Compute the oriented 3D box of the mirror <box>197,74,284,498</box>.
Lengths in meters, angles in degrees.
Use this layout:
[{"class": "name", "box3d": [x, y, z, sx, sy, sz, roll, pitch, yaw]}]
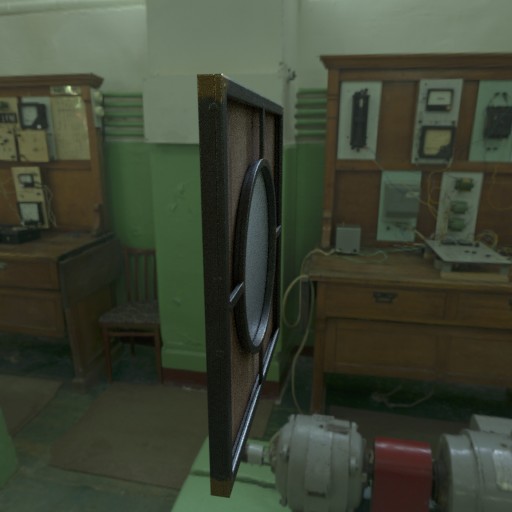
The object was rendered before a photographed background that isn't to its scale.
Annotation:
[{"class": "mirror", "box3d": [0.000, 0.000, 0.559, 0.020, 0.381, 0.382, 3, 15, 10]}]
